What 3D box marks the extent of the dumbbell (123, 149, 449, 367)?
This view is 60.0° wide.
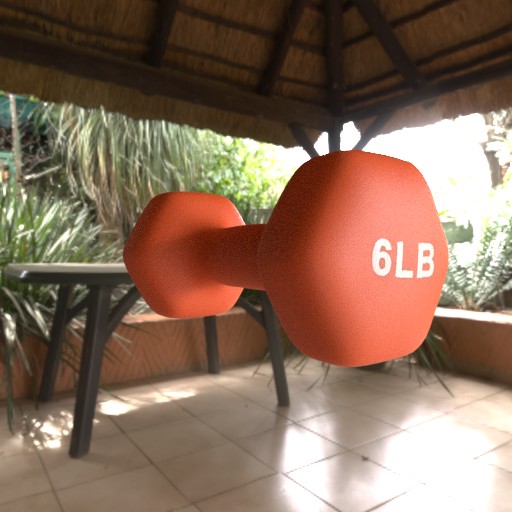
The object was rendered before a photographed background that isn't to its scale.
[{"bbox_3d":[0.000,0.000,0.206,0.079,0.071,0.162,-1,1,-36],"label":"dumbbell"}]
